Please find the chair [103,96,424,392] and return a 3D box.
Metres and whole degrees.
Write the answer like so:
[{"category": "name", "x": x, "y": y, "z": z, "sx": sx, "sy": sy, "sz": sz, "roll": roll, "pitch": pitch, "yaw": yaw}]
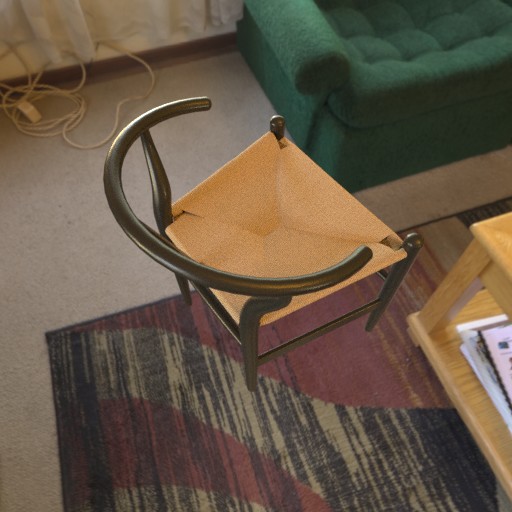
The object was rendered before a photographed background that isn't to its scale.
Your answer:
[{"category": "chair", "x": 0.000, "y": 0.000, "z": 1.141, "sx": 0.570, "sy": 0.739, "sz": 0.570, "roll": -32, "pitch": 63, "yaw": -19}]
